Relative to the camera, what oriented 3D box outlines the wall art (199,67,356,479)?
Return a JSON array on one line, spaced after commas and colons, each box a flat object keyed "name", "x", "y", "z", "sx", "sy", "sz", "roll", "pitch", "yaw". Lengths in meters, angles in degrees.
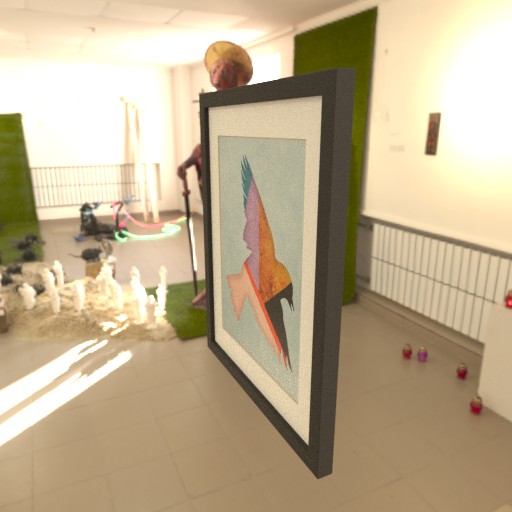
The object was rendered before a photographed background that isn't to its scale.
[{"name": "wall art", "x": 0.000, "y": 0.000, "z": 0.771, "sx": 0.028, "sy": 0.558, "sz": 0.457, "roll": -8, "pitch": 18, "yaw": -25}]
